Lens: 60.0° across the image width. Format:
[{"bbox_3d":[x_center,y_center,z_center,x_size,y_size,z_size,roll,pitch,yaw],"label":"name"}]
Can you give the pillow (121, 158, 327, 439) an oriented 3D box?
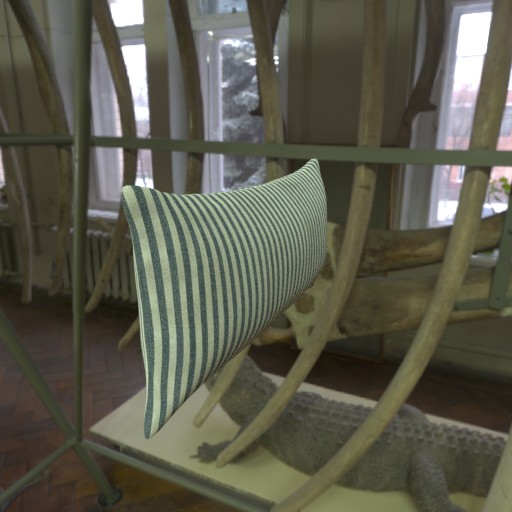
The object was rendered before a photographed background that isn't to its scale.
[{"bbox_3d":[0.000,0.000,0.742,0.151,0.295,0.617,7,17,24],"label":"pillow"}]
